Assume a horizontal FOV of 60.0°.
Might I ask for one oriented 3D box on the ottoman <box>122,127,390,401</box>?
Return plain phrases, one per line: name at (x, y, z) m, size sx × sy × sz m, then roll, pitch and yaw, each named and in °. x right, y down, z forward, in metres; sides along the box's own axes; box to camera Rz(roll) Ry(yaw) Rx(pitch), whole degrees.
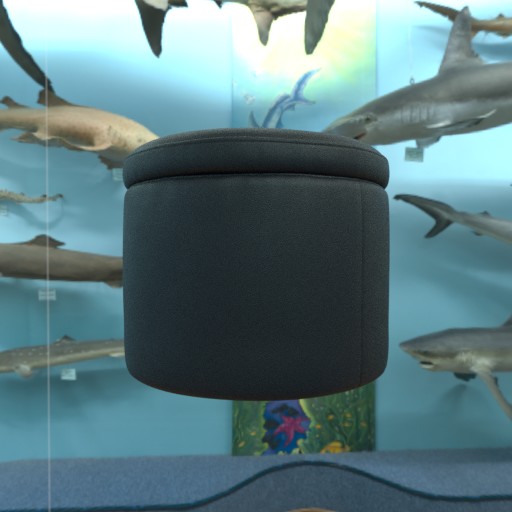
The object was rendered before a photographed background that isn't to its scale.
ottoman at (0.000, 0.000, 0.869) m, size 0.501 × 0.409 × 0.501 m, roll 0°, pitch 1°, yaw 0°
